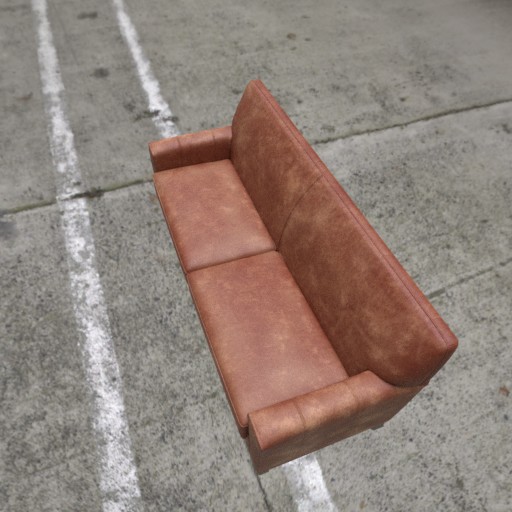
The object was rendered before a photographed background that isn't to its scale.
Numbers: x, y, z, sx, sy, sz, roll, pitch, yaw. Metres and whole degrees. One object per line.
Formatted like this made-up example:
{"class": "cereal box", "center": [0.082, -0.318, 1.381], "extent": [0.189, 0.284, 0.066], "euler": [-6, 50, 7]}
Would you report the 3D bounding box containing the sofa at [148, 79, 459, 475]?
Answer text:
{"class": "sofa", "center": [0.000, 0.000, 2.462], "extent": [0.805, 0.947, 2.053], "euler": [-16, 51, -13]}
